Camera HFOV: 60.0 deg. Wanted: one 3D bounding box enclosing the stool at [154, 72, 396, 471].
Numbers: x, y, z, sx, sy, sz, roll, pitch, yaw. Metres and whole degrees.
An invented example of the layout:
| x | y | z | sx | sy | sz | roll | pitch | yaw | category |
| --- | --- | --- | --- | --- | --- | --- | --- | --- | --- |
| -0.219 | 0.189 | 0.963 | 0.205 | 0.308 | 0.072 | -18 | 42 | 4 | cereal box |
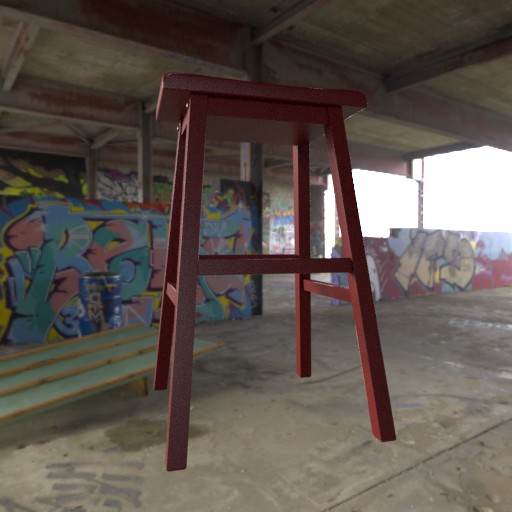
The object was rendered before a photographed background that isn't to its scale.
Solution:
| x | y | z | sx | sy | sz | roll | pitch | yaw | category |
| --- | --- | --- | --- | --- | --- | --- | --- | --- | --- |
| 0.000 | 0.000 | 1.053 | 0.457 | 0.737 | 0.476 | 0 | 2 | -16 | stool |
